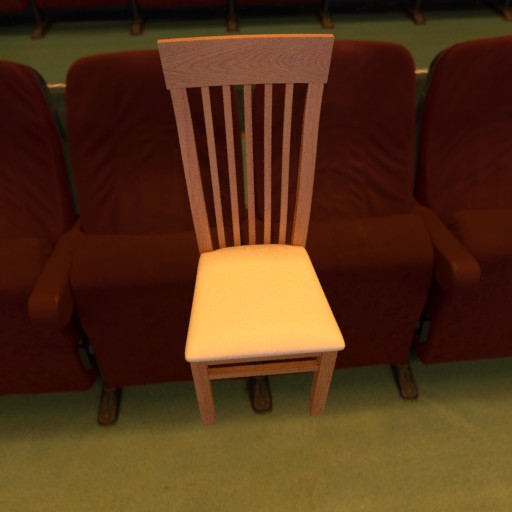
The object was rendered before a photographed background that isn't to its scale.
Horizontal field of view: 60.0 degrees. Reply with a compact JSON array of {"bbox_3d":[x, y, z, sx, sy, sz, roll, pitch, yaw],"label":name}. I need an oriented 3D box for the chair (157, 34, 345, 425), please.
[{"bbox_3d":[0.000,0.000,1.321,0.450,1.050,0.580,-4,46,-4],"label":"chair"}]
